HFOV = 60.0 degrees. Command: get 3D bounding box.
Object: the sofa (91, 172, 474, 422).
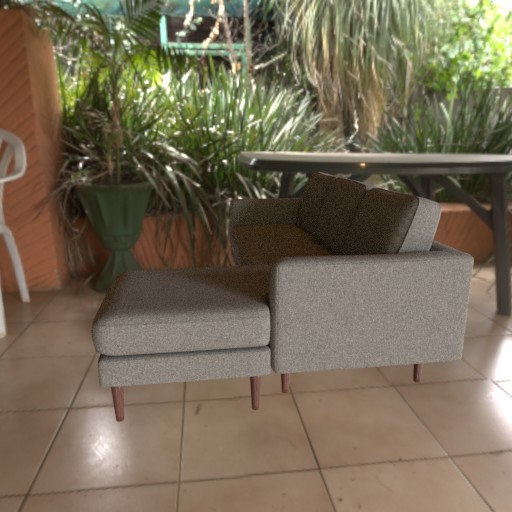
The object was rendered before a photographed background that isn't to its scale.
[{"bbox_3d":[0.000,0.000,2.871,1.667,0.957,2.055,-2,15,-8],"label":"sofa"}]
